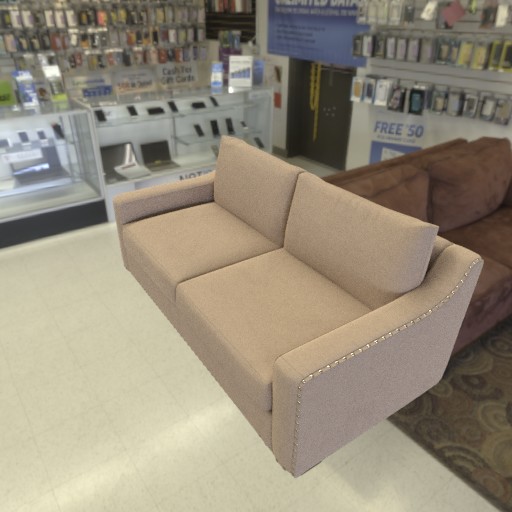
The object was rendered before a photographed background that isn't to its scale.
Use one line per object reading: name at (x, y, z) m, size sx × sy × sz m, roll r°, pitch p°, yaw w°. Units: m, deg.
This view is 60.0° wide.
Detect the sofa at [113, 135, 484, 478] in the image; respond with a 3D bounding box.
sofa at (0.000, 0.000, 2.483) m, size 1.030 × 0.901 × 1.967 m, roll -19°, pitch 35°, yaw -29°
